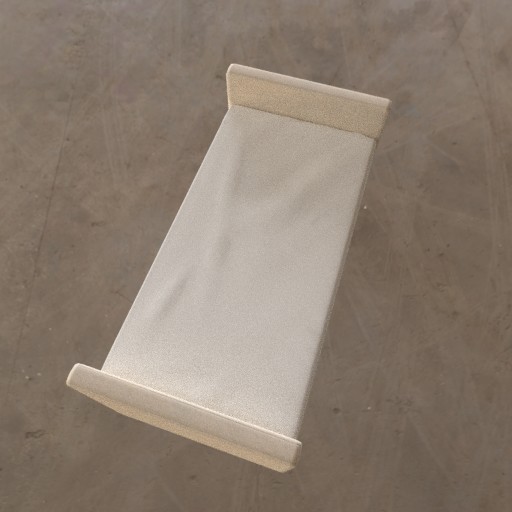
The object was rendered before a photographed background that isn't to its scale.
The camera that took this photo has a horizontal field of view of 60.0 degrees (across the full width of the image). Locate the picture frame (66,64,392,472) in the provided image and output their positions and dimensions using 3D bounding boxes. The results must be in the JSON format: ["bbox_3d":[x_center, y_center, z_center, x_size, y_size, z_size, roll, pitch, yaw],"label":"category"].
[{"bbox_3d":[0.000,0.000,2.724,1.069,0.891,2.161,16,64,8],"label":"picture frame"}]
